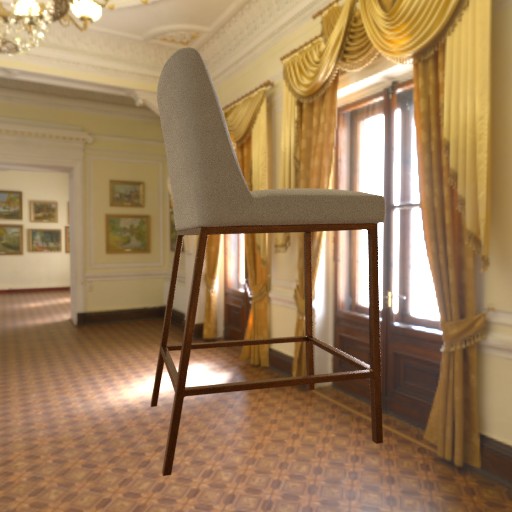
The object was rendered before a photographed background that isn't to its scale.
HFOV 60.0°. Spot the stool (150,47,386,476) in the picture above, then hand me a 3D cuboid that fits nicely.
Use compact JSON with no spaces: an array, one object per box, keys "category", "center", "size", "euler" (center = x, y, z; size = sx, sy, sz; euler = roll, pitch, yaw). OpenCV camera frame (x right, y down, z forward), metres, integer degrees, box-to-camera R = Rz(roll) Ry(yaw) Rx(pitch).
[{"category":"stool","center":[0.000,0.000,1.281],"size":[0.576,0.973,0.507],"euler":[-1,2,-17]}]
